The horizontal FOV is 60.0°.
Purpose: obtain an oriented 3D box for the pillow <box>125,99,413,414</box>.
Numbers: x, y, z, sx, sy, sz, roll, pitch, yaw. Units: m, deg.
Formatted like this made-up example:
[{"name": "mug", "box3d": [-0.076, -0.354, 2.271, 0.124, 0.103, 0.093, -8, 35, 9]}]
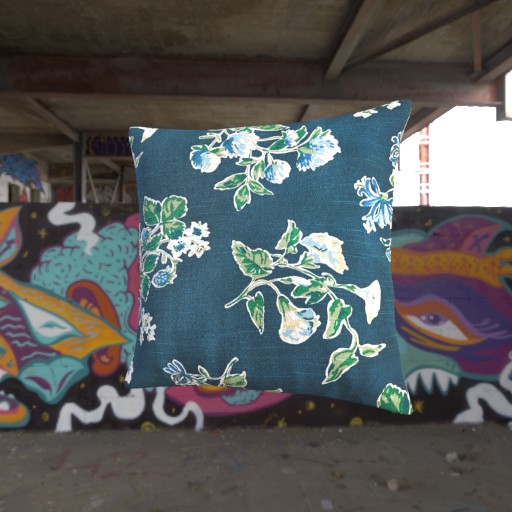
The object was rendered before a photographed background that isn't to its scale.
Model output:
[{"name": "pillow", "box3d": [0.000, 0.000, 0.787, 0.525, 0.508, 0.166, 0, -1, 17]}]
